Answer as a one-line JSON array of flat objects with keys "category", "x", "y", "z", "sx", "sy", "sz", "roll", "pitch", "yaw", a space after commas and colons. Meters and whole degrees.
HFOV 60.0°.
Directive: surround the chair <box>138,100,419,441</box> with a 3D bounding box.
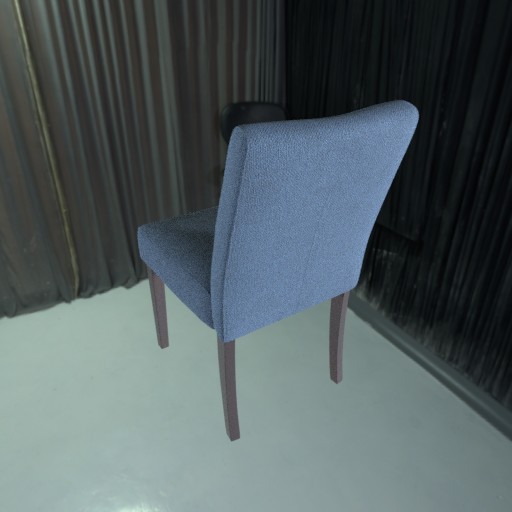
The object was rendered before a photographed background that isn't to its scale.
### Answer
[{"category": "chair", "x": 0.000, "y": 0.000, "z": 1.252, "sx": 0.487, "sy": 0.882, "sz": 0.629, "roll": -18, "pitch": 34, "yaw": -29}]
